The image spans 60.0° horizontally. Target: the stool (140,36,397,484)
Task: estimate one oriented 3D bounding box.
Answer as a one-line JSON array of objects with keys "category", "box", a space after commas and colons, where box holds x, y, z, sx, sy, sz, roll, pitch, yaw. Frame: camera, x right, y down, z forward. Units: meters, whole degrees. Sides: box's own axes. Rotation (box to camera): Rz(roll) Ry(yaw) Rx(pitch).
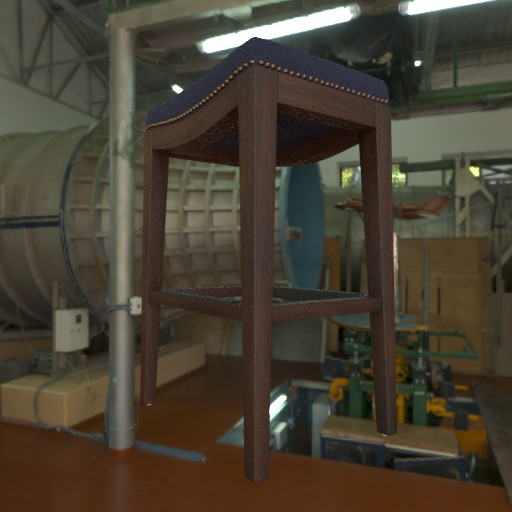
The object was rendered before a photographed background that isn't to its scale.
[{"category": "stool", "box": [0.000, 0.000, 1.011, 0.358, 0.740, 0.498, 0, 0, -35]}]
